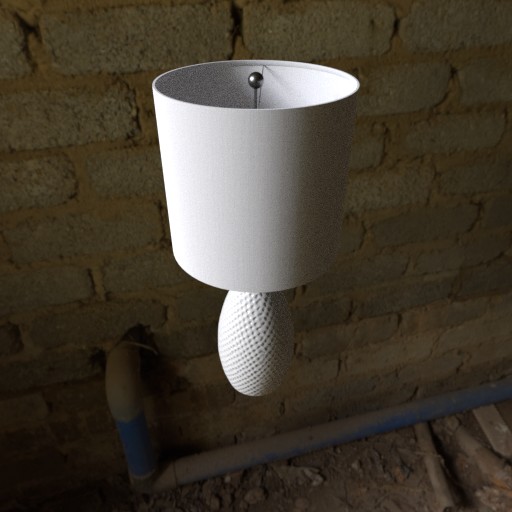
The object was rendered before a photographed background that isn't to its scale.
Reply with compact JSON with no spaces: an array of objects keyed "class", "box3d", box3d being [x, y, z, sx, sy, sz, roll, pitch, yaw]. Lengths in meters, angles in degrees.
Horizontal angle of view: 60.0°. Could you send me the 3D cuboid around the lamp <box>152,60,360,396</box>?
[{"class":"lamp","box3d":[0.000,0.000,0.594,0.214,0.466,0.214,22,40,28]}]
